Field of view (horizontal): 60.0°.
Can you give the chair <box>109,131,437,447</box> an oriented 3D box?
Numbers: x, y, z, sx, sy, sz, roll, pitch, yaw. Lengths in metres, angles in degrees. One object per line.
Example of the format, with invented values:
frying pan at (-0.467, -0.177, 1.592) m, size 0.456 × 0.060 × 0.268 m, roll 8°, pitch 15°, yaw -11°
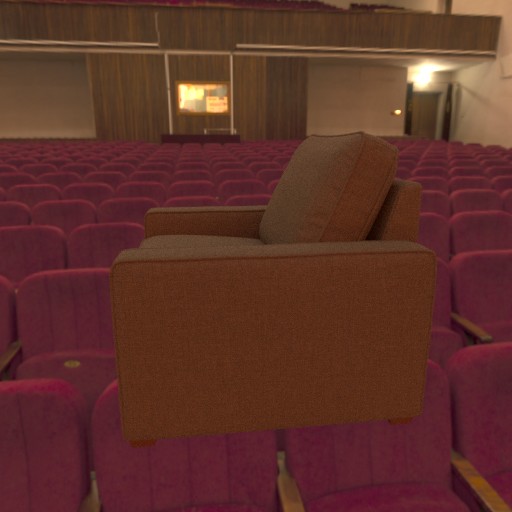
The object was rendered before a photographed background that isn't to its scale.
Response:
chair at (0.000, 0.000, 1.709) m, size 0.940 × 0.919 × 1.017 m, roll -2°, pitch 14°, yaw -8°
